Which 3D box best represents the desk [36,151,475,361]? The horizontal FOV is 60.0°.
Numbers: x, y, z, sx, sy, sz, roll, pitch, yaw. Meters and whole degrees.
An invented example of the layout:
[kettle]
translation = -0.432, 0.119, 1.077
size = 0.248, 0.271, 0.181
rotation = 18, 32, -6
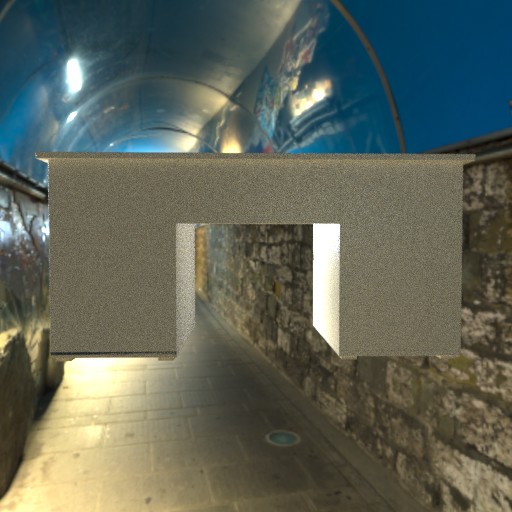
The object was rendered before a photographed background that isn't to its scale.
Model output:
[desk]
translation = 0.000, 0.000, 1.937
size = 1.580, 0.760, 0.670
rotation = 0, 2, -2
